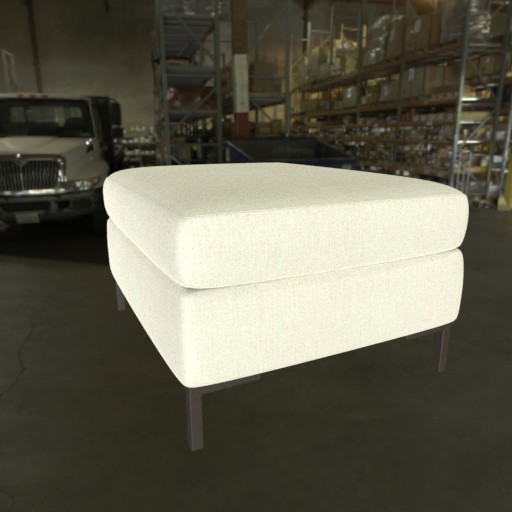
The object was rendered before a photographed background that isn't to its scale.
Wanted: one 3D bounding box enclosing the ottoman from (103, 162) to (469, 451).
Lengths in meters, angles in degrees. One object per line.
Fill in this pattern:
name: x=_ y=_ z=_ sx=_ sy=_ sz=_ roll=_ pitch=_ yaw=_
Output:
ottoman: x=0.000 y=0.000 z=1.164 sx=0.657 sy=0.453 sz=0.794 roll=-7 pitch=17 yaw=-25
